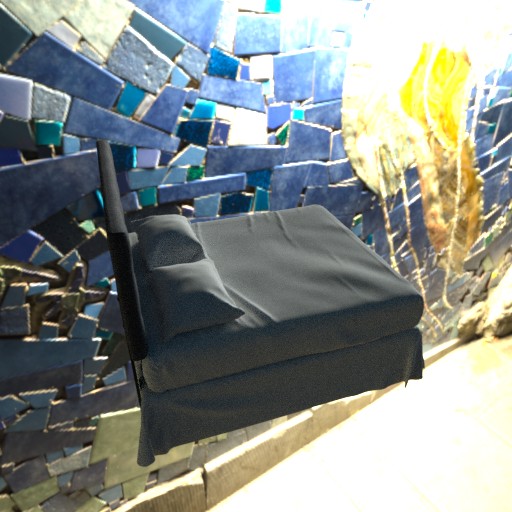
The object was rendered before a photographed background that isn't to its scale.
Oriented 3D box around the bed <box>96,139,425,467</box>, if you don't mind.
[{"bbox_3d":[0.000,0.000,3.447,2.222,1.577,1.936,-10,33,-16],"label":"bed"}]
